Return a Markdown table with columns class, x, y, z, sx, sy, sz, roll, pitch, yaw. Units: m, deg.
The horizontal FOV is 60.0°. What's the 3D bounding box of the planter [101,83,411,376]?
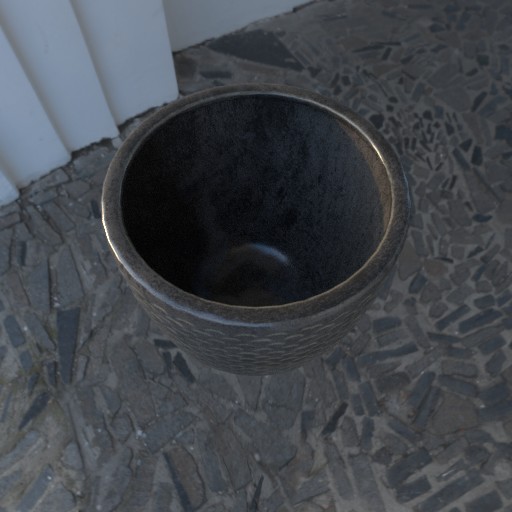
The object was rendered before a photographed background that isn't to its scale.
| class | x | y | z | sx | sy | sz | roll | pitch | yaw |
| --- | --- | --- | --- | --- | --- | --- | --- | --- | --- |
| planter | 0.000 | 0.000 | 0.313 | 0.172 | 0.160 | 0.172 | 0 | 59 | 0 |
